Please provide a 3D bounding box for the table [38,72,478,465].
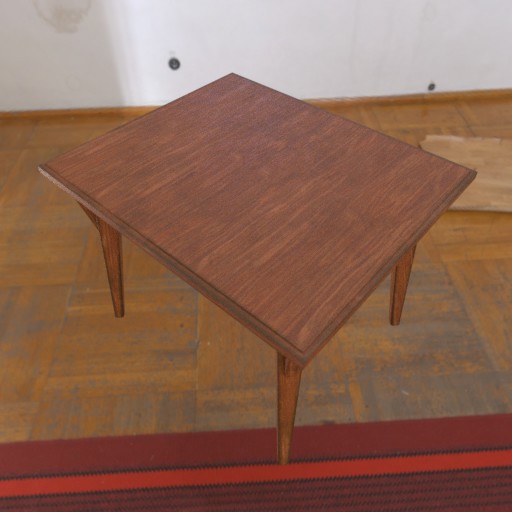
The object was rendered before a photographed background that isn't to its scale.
[{"bbox_3d":[0.000,0.000,1.577,0.991,0.761,0.838,33,55,27],"label":"table"}]
